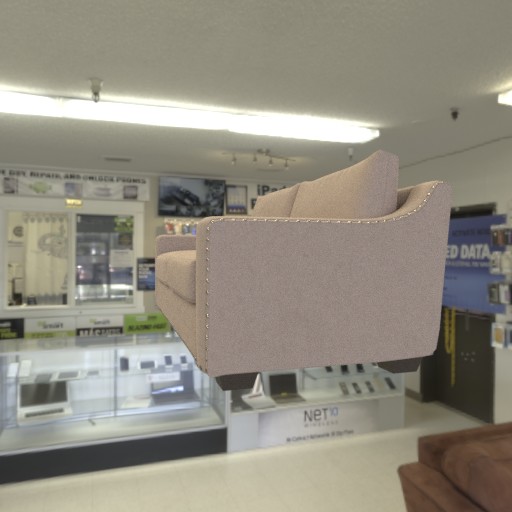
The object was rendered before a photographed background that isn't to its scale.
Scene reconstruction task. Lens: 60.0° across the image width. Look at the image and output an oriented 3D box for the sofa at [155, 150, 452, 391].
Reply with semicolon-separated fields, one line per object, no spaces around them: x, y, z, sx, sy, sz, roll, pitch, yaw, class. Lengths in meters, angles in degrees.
0.000;0.000;2.543;1.030;0.901;1.967;0;1;-17;sofa
